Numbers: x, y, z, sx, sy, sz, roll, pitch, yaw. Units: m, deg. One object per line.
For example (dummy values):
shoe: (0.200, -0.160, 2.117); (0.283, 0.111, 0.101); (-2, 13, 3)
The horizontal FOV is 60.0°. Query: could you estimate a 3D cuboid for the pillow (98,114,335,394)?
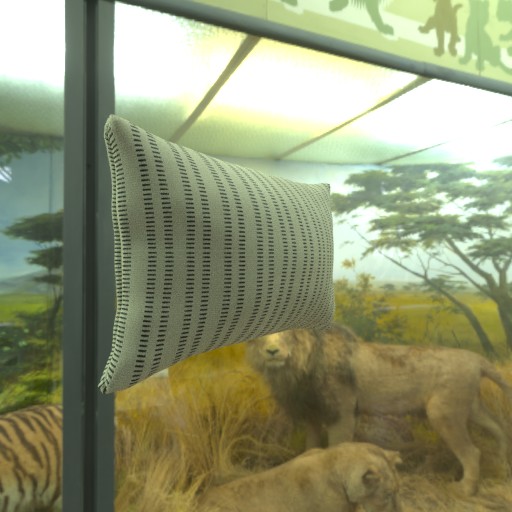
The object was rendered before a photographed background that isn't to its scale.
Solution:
pillow: (0.000, 0.000, 0.809); (0.210, 0.353, 0.640); (0, -1, 35)
